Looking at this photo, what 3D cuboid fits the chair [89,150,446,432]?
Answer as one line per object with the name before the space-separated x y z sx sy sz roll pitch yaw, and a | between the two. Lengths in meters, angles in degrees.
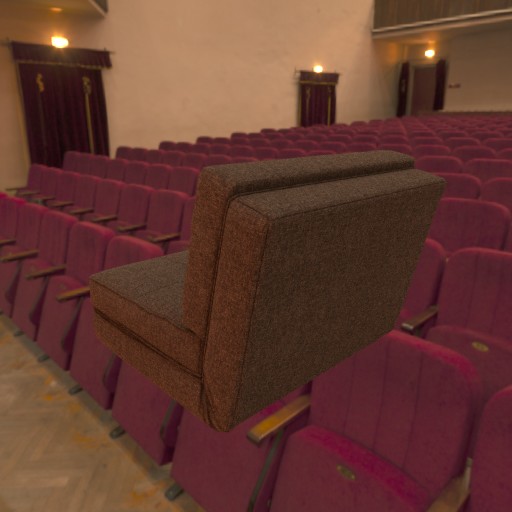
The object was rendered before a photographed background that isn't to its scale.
chair | 0.000 0.000 1.335 0.740 0.615 0.800 -16 24 -41
